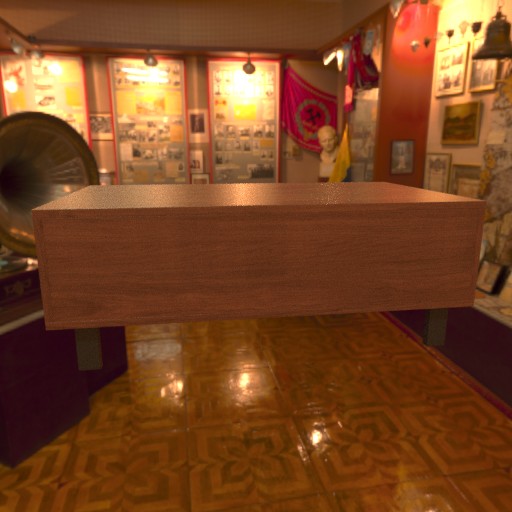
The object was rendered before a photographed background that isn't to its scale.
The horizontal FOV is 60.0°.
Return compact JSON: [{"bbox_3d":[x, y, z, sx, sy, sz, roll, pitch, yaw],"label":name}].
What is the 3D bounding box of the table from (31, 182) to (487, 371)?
[{"bbox_3d":[0.000,0.000,1.314,1.020,0.380,0.600,-2,14,-8],"label":"table"}]
